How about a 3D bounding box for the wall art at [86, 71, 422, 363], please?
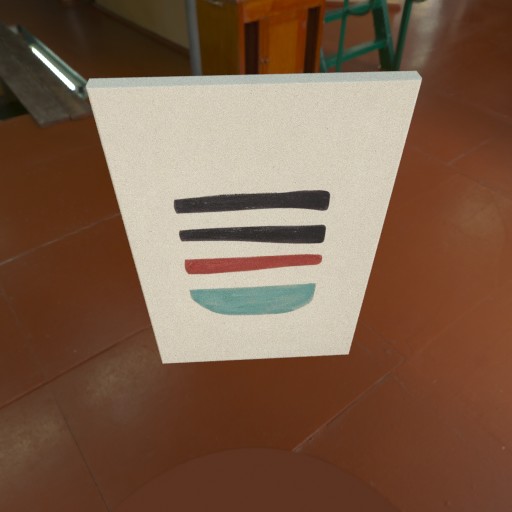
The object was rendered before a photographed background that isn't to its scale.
[{"bbox_3d":[0.000,0.000,1.131,0.607,0.912,0.038,-2,45,-2],"label":"wall art"}]
